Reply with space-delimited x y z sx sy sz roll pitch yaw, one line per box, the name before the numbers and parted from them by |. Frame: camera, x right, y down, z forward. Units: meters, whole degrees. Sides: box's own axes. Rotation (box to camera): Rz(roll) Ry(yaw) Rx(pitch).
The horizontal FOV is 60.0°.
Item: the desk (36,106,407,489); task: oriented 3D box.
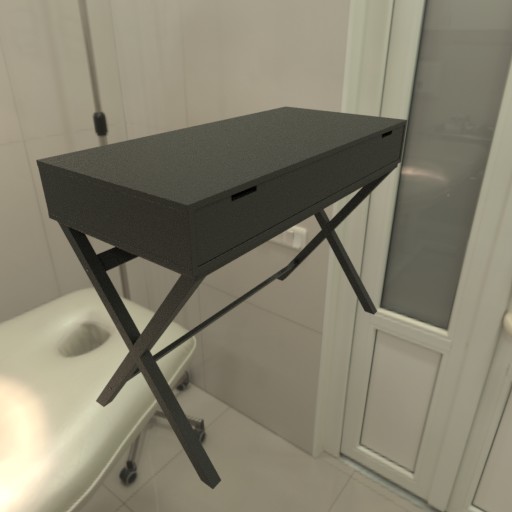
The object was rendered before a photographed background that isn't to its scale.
desk | 0.000 0.000 1.464 0.504 0.780 1.057 19 33 33
